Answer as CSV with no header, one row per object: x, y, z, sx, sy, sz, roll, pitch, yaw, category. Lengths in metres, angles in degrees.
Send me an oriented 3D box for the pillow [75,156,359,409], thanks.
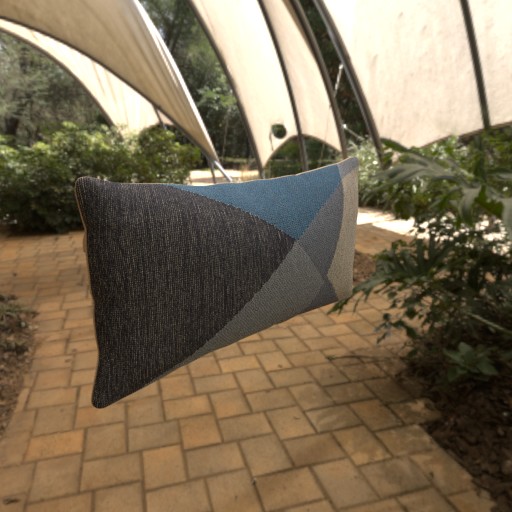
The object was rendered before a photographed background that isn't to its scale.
0.000,0.000,0.746,0.148,0.307,0.604,15,21,43,pillow
